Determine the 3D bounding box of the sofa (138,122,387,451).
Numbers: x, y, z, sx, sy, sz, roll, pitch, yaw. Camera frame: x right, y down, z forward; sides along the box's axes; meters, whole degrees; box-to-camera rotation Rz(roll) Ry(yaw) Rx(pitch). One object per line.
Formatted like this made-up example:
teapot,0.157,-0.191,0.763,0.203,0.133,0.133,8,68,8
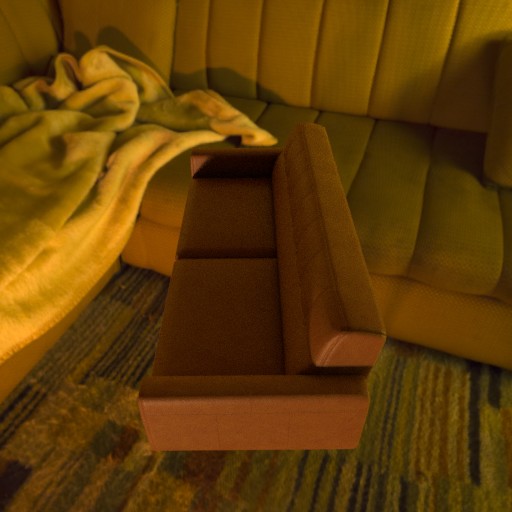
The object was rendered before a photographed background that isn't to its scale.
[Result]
sofa,0.000,0.000,2.638,0.980,0.892,2.137,0,40,0
